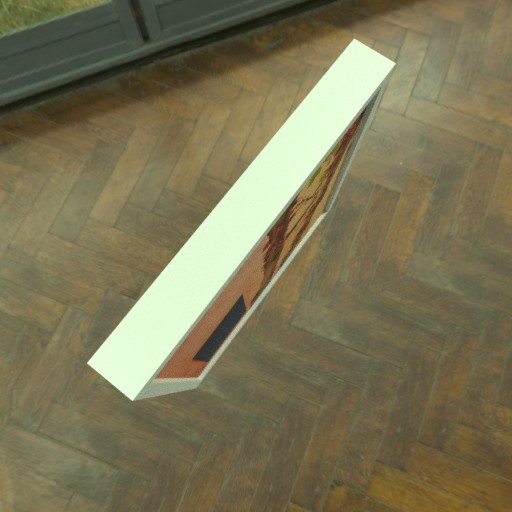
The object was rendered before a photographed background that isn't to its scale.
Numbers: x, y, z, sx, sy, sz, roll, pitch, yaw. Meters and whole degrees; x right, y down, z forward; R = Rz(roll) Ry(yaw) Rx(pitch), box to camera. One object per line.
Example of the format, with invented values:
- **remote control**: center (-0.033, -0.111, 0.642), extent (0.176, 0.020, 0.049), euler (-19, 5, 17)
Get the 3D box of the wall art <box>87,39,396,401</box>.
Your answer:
- **wall art**: center (0.000, 0.000, 0.453), extent (0.038, 0.302, 0.305), euler (36, 78, 9)
